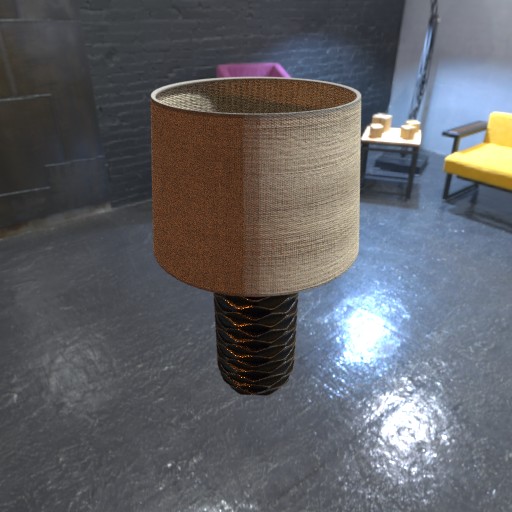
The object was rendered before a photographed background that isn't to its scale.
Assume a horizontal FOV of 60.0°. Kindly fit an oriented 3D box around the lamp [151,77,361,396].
[{"bbox_3d":[0.000,0.000,0.843,0.376,0.594,0.376,0,30,0],"label":"lamp"}]
